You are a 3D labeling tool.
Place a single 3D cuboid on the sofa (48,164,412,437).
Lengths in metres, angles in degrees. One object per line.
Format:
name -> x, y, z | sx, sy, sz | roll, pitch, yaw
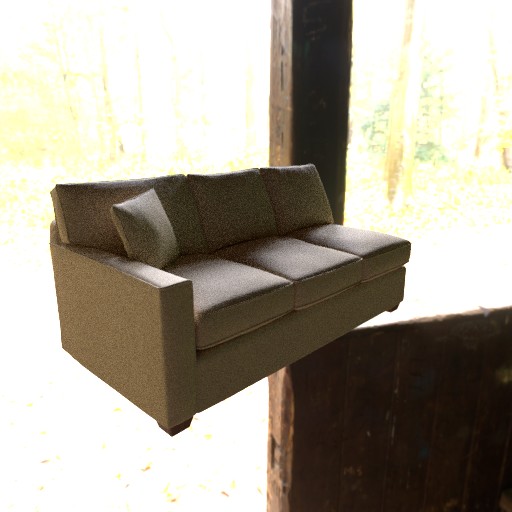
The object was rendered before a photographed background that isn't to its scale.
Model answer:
sofa -> 0.000, 0.000, 2.586 | 1.034, 0.946, 1.962 | 15, 21, 42
